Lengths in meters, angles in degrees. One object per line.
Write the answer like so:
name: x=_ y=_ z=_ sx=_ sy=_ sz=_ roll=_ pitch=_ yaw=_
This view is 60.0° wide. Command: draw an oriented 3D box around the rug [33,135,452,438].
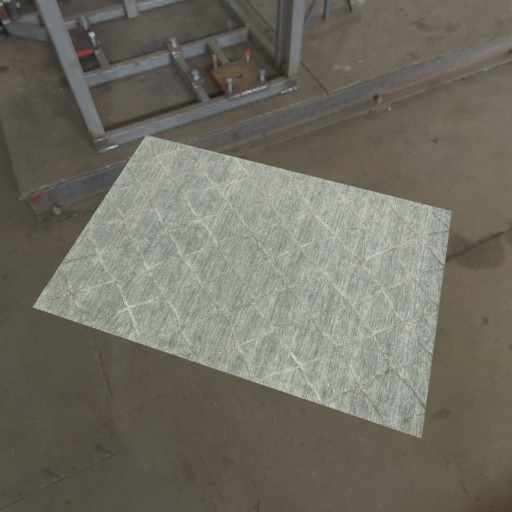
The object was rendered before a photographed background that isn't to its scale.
rug: x=0.000 y=0.000 z=2.817 sx=2.283 sy=0.006 sz=1.521 roll=16 pitch=60 yaw=10
